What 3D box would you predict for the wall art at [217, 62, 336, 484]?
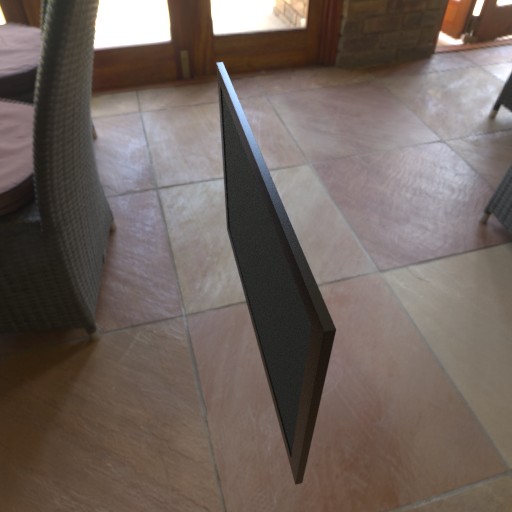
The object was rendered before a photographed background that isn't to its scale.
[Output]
[{"bbox_3d":[0.000,0.000,0.818,0.013,0.447,0.660,-9,46,-9],"label":"wall art"}]
